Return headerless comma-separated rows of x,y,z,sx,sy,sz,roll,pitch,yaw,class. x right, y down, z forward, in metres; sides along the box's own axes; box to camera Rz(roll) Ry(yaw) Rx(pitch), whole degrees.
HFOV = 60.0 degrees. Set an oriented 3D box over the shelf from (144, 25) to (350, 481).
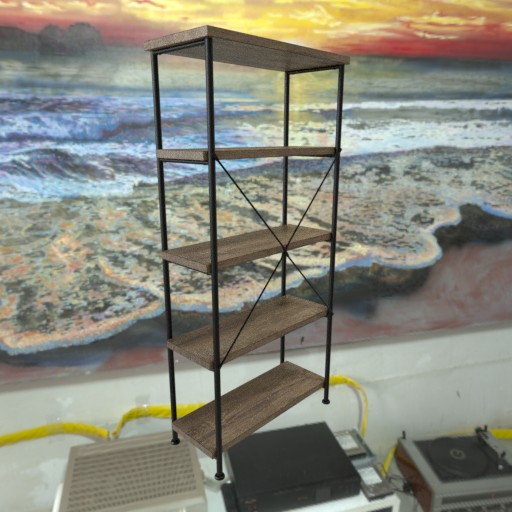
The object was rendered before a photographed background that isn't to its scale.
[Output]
0.000,0.000,1.986,0.360,1.700,0.800,14,21,42,shelf
